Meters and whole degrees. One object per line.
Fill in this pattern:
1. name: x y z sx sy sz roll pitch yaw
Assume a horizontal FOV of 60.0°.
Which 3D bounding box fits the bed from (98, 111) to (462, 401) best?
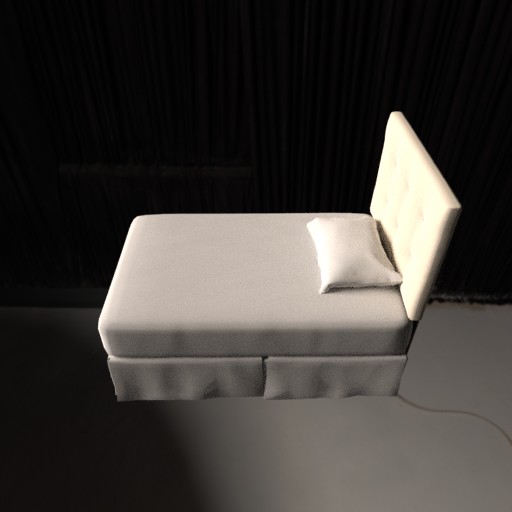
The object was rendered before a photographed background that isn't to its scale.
1. bed: 0.000 0.000 3.031 1.997 1.571 1.261 0 41 0
